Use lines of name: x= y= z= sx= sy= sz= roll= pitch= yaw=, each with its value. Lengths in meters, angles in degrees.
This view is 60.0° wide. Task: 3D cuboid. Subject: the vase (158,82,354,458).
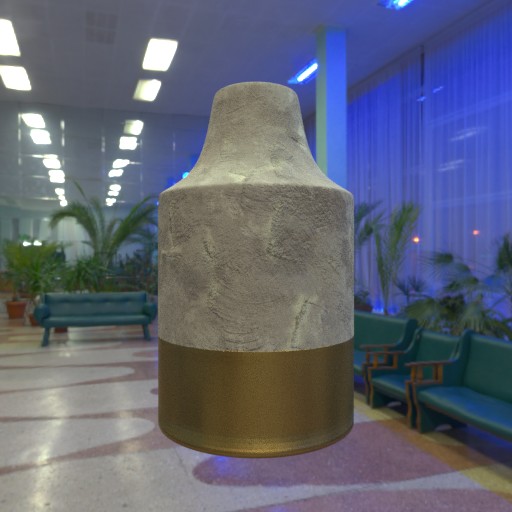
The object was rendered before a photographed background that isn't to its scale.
vase: x=0.000 y=0.000 z=0.426 sx=0.184 sy=0.305 sz=0.184 roll=0 pitch=0 yaw=0
